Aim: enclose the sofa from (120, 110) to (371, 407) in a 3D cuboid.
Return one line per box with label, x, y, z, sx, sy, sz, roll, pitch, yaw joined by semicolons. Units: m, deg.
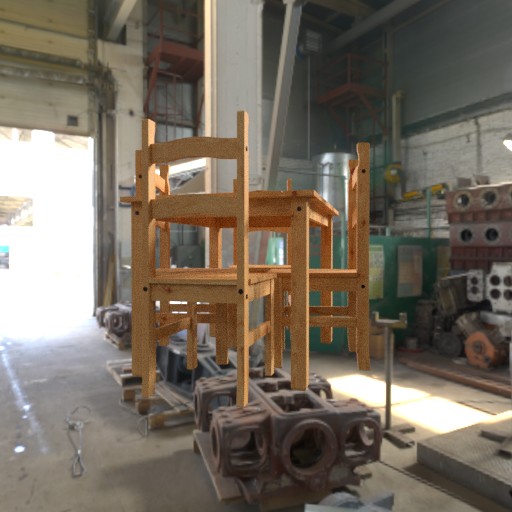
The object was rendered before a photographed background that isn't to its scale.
sofa;0.000;0.000;2.266;1.144;1.000;1.529;0;1;16
